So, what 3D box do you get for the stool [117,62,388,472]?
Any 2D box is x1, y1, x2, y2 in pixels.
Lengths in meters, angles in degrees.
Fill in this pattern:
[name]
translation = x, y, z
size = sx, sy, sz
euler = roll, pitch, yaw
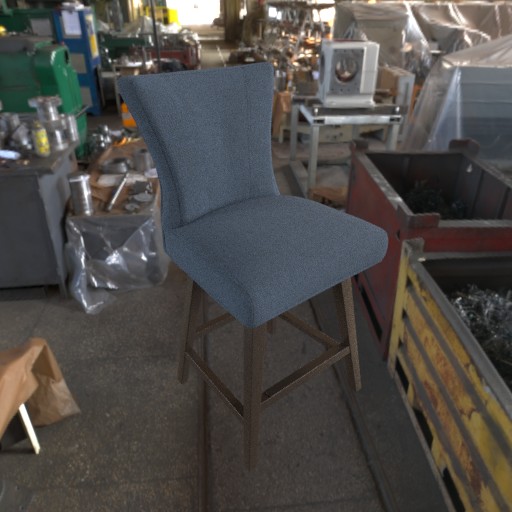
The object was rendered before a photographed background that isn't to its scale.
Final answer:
[stool]
translation = 0.000, 0.000, 1.325
size = 0.514, 1.000, 0.574
euler = -22, 37, -33
